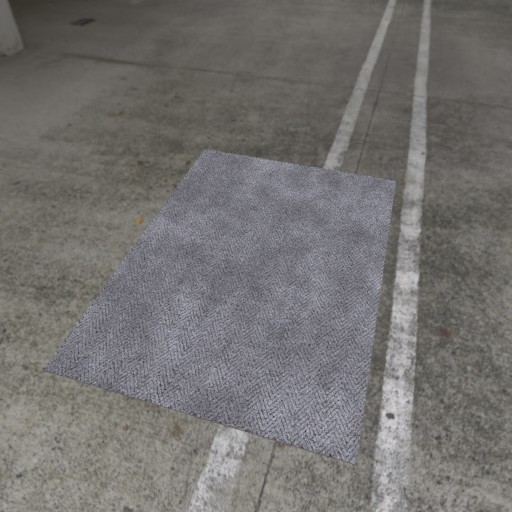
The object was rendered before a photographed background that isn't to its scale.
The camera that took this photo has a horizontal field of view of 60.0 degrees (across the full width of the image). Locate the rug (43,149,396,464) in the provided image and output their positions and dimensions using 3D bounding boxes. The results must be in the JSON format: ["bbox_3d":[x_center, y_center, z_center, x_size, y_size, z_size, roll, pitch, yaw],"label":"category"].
[{"bbox_3d":[0.000,0.000,2.864,1.600,0.008,2.235,12,46,12],"label":"rug"}]
